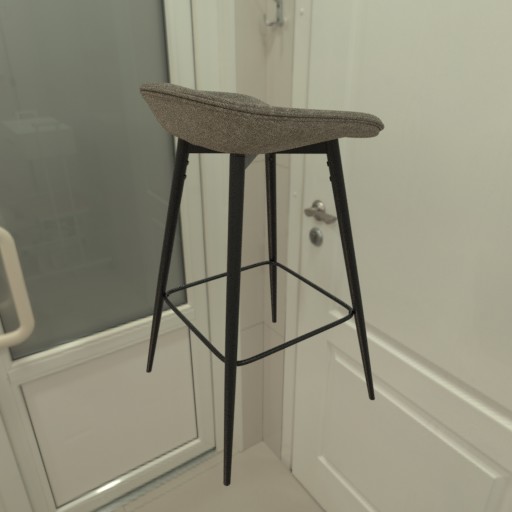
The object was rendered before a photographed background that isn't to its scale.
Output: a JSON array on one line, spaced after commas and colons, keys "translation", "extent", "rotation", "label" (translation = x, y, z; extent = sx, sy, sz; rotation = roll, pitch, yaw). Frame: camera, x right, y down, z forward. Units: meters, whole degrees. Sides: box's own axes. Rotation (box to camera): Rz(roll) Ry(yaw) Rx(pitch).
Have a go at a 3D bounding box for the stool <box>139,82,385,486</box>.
[{"translation": [0.000, 0.000, 1.096], "extent": [0.480, 0.814, 0.469], "rotation": [-16, 30, -31], "label": "stool"}]
